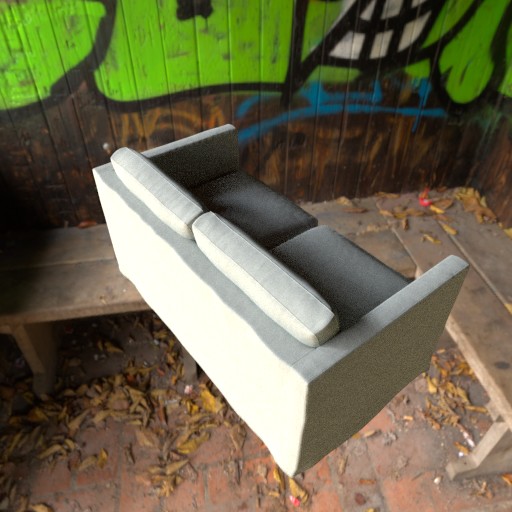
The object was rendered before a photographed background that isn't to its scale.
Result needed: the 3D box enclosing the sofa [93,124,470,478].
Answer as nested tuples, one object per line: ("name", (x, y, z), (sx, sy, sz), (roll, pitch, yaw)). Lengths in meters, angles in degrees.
("sofa", (0.000, 0.000, 2.280), (0.944, 0.830, 1.727), (-27, 48, -28))
